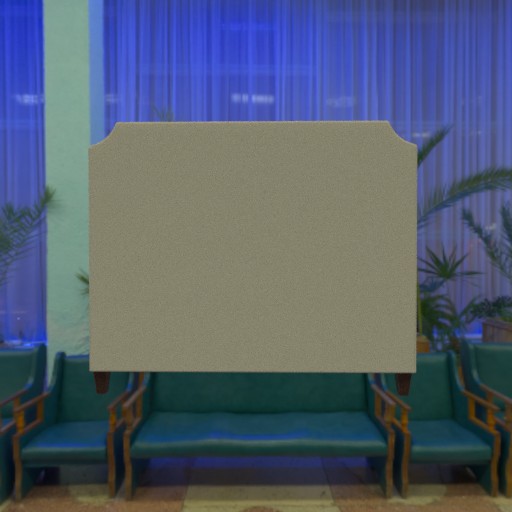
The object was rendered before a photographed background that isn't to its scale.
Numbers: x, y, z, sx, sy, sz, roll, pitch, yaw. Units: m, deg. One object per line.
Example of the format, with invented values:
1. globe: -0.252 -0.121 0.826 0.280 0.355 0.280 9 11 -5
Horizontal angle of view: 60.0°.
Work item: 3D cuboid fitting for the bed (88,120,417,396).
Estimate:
1. bed: 0.000 0.000 3.431 1.703 1.415 2.329 0 1 1
